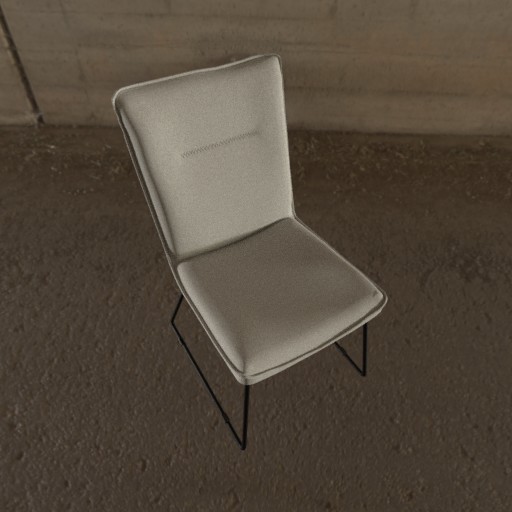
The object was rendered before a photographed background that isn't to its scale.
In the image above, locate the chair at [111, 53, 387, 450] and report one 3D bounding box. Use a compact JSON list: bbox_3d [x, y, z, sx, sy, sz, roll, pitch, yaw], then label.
[{"bbox_3d":[0.000,0.000,1.364,0.515,0.930,0.688,-23,50,-21],"label":"chair"}]
